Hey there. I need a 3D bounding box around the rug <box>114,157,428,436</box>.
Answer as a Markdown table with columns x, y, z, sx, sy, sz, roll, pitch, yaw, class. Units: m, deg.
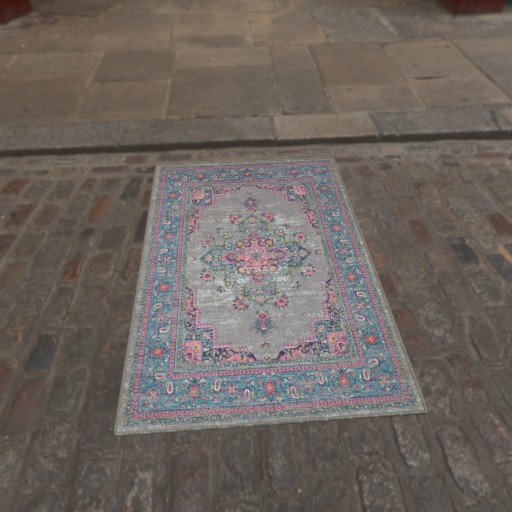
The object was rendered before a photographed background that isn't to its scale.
| x | y | z | sx | sy | sz | roll | pitch | yaw | class |
| --- | --- | --- | --- | --- | --- | --- | --- | --- | --- |
| 0.000 | 0.000 | 2.218 | 1.144 | 0.014 | 1.748 | -3 | 44 | -3 | rug |
